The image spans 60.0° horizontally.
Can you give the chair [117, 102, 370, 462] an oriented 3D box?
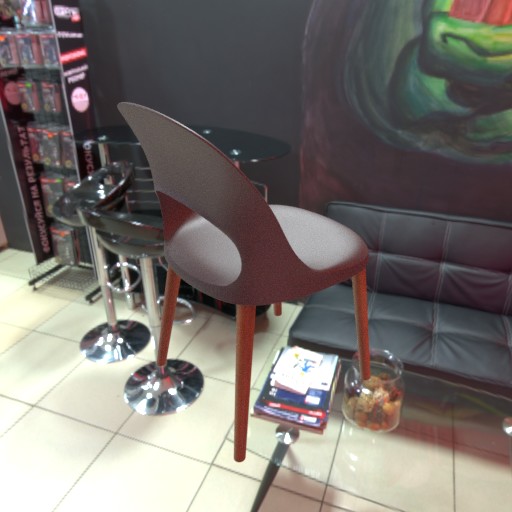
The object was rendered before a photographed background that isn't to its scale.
[{"bbox_3d":[0.000,0.000,1.149,0.556,0.795,0.470,-19,32,-32],"label":"chair"}]
